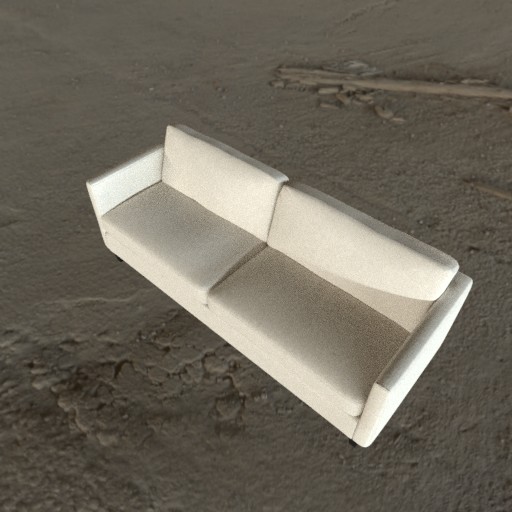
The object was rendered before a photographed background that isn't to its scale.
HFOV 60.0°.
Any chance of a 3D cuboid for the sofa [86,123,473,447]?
[{"bbox_3d":[0.000,0.000,2.961,2.434,0.965,0.948,32,54,28],"label":"sofa"}]
